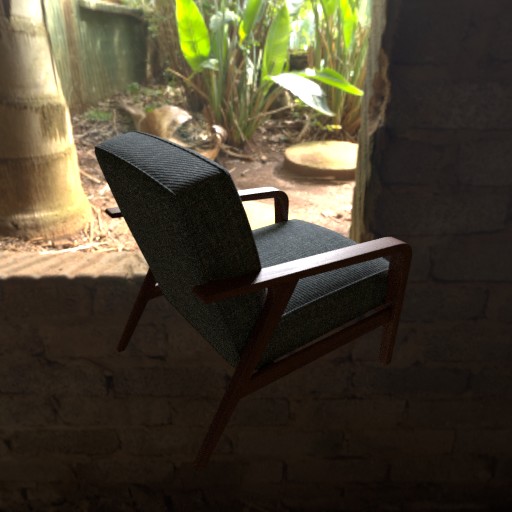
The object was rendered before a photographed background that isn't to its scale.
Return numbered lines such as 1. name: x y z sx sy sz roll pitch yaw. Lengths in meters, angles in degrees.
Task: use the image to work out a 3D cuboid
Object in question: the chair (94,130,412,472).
1. chair: 0.000 0.000 1.561 0.889 0.864 0.719 -17 31 -31
